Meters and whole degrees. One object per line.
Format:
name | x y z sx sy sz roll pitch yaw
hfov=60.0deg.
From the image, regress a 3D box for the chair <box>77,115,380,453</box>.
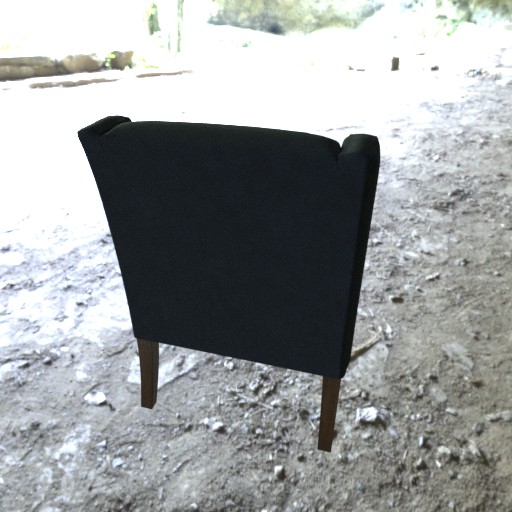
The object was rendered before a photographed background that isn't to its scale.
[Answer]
chair | 0.000 0.000 1.323 0.629 0.895 0.629 8 32 13
